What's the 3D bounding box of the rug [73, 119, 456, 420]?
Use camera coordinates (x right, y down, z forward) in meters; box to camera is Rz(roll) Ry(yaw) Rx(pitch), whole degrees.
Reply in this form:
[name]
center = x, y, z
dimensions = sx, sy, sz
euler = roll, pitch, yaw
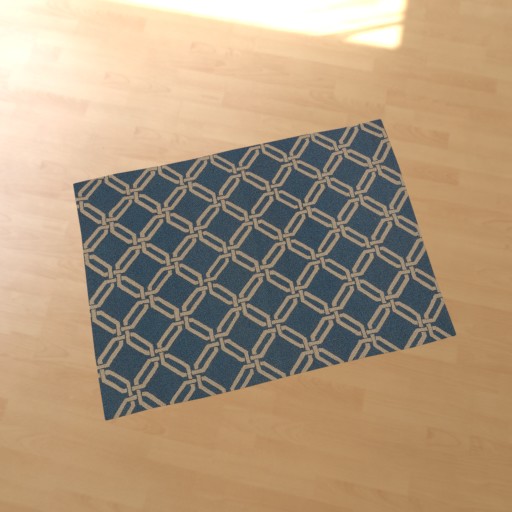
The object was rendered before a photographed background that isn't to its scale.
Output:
[rug]
center = 0.000, 0.000, 2.783
dimensions = 2.135, 0.013, 1.524
euler = -13, 75, -3
